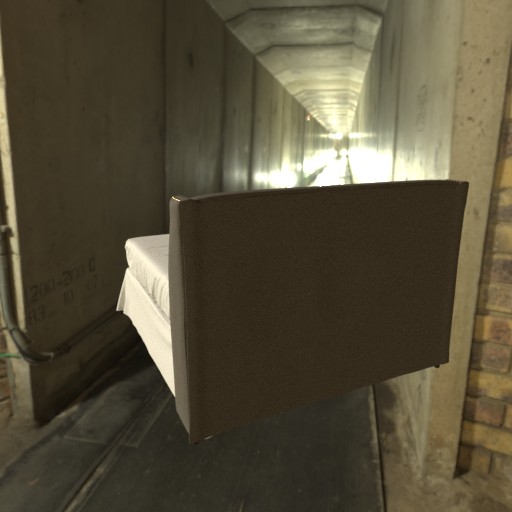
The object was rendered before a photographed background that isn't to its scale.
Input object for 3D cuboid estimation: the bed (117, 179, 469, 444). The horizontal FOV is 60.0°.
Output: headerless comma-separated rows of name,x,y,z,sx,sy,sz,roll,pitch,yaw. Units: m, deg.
bed,0.000,0.000,3.519,1.925,1.332,2.276,-7,17,-25
